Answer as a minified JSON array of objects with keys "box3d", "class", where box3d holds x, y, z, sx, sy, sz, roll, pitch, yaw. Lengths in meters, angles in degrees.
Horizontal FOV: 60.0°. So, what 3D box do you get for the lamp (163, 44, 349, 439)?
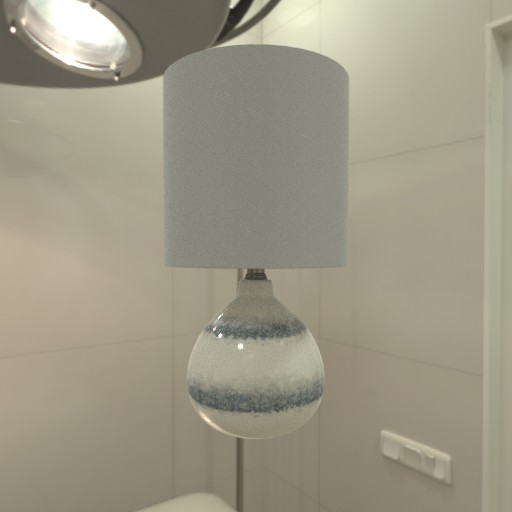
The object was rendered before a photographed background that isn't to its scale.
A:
[{"box3d":[0.000,0.000,0.529,0.216,0.404,0.216,-1,1,-36],"class":"lamp"}]
